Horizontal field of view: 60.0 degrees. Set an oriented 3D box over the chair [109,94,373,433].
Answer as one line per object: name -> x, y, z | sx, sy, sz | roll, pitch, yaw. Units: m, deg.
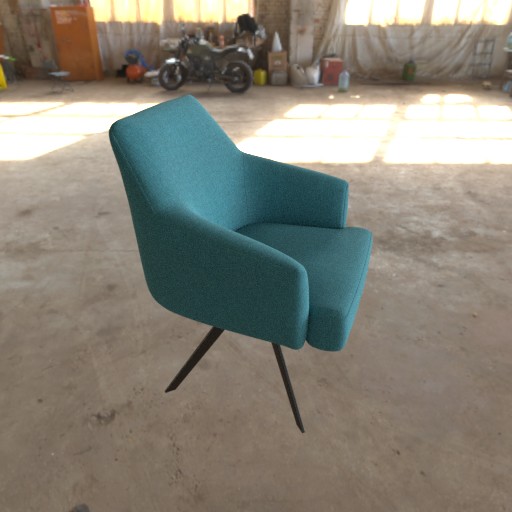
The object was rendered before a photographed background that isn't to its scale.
chair -> 0.000, 0.000, 1.393 | 0.677, 0.874, 0.642 | 10, 31, 17
